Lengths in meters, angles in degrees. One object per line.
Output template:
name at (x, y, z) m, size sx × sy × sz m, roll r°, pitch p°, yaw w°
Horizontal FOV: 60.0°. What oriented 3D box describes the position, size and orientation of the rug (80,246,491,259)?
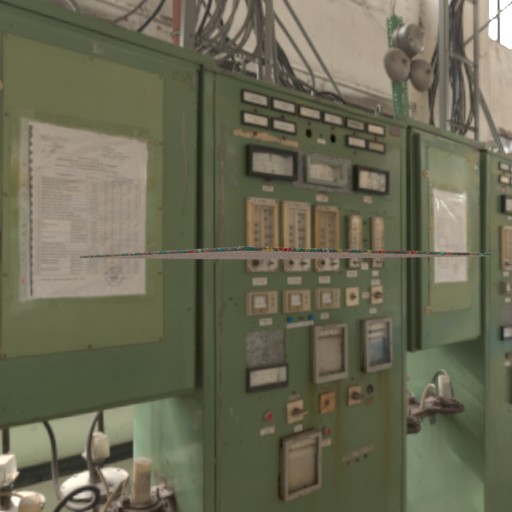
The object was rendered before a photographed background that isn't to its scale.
rug at (0.000, 0.000, 4.209) m, size 2.434 × 0.025 × 3.204 m, roll 1°, pitch -1°, yaw -35°
